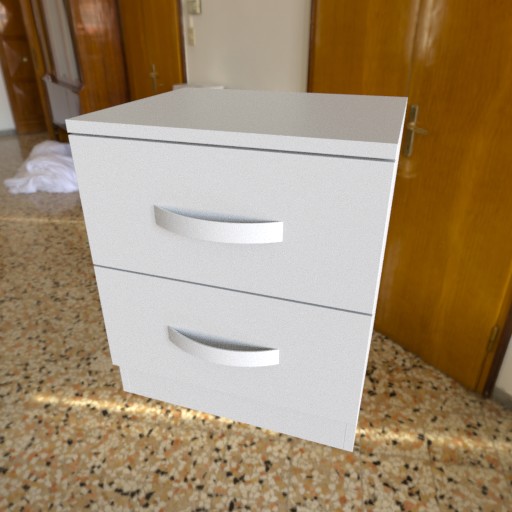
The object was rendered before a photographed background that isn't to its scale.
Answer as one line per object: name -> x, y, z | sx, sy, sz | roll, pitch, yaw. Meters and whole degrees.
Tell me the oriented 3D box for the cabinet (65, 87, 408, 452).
cabinet -> 0.000, 0.000, 0.734 | 0.400, 0.470, 0.360 | 9, 29, 16
